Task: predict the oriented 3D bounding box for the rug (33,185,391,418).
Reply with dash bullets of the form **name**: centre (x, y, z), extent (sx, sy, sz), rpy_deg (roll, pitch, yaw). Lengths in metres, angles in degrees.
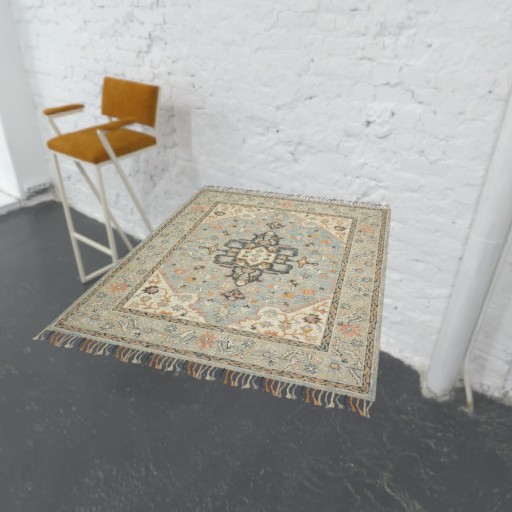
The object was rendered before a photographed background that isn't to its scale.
- **rug**: centre (0.000, 0.000, 4.191), extent (2.379, 0.011, 3.221), rpy_deg (8, 31, 14)
